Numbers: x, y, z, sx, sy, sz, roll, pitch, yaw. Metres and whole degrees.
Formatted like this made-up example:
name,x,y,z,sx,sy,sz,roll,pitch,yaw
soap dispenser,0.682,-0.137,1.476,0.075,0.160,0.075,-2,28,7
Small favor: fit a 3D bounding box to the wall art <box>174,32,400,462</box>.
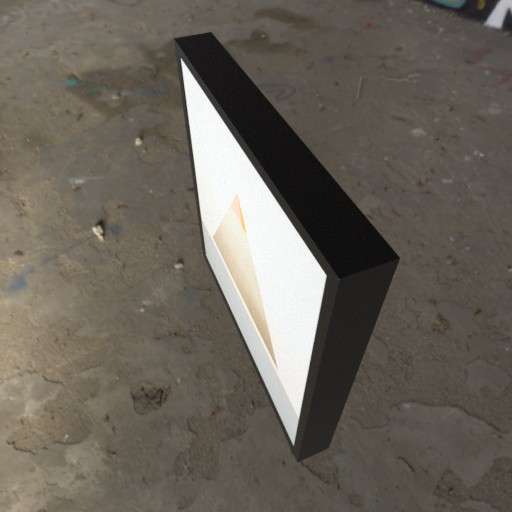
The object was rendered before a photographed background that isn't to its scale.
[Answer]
name,x,y,z,sx,sy,sz,roll,pitch,yaw
wall art,0.000,0.000,0.434,0.037,0.303,0.304,-18,51,-15
